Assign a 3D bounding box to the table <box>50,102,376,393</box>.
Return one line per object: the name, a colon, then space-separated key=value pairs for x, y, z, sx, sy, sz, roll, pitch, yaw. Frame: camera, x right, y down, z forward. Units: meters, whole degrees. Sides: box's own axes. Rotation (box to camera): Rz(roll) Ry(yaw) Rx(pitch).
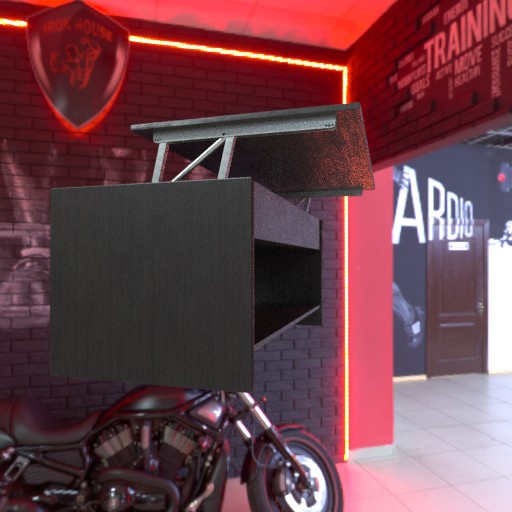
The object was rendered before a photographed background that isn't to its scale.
table: x=0.000 y=0.000 z=1.418 sx=0.712 sy=0.570 sz=1.000 roll=0 pitch=-1 yaw=17
